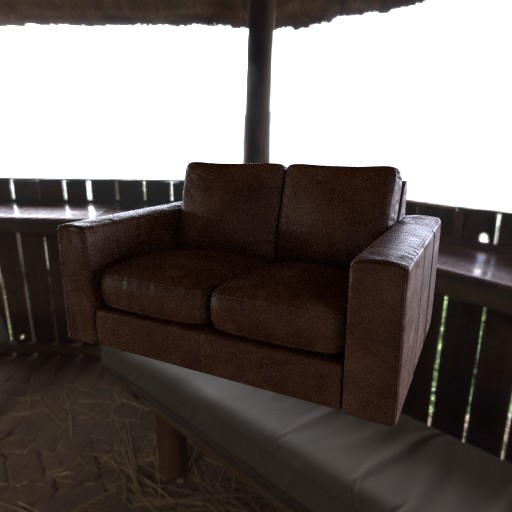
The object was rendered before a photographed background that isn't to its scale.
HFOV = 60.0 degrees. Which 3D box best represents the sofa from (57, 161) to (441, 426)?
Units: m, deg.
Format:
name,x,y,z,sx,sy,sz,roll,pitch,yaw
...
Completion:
name,x,y,z,sx,sy,sz,roll,pitch,yaw
sofa,0.000,0.000,2.230,1.626,0.889,1.041,7,16,26
